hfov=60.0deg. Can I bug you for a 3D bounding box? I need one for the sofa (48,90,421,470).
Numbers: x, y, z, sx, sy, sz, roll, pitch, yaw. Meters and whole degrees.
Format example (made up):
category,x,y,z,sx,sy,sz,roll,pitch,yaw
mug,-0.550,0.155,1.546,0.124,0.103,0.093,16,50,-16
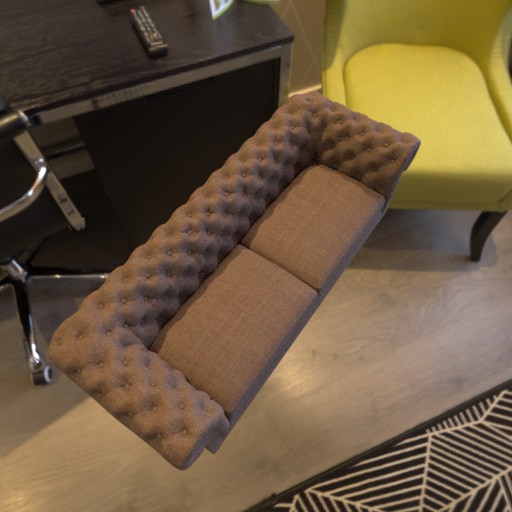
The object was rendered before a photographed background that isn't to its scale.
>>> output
category,x,y,z,sx,sy,sz,roll,pitch,yaw
sofa,0.000,0.000,2.743,0.944,0.787,2.385,32,64,18
